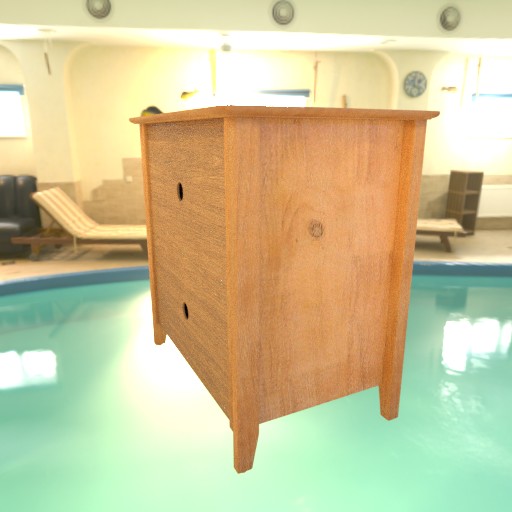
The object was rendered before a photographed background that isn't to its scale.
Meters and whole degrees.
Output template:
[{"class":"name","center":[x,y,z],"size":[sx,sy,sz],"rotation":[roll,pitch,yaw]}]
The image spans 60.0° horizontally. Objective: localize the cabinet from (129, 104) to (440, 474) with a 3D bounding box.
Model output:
[{"class":"cabinet","center":[0.000,0.000,1.258],"size":[0.503,0.762,0.763],"rotation":[-8,17,-26]}]
